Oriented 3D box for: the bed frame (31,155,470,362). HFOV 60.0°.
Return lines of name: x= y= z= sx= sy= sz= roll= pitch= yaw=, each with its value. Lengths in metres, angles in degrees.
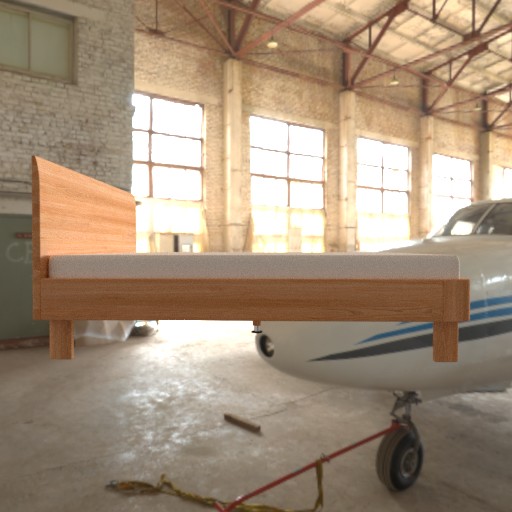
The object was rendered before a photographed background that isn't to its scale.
bed frame: x=0.000 y=0.000 z=2.720 sx=1.992 sy=0.940 sz=1.472 roll=0 pitch=1 yaw=2
